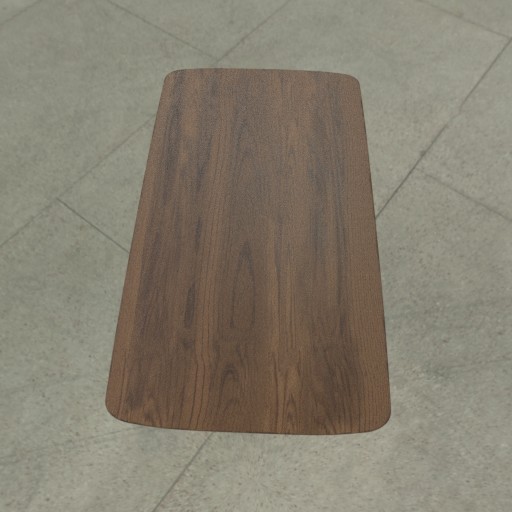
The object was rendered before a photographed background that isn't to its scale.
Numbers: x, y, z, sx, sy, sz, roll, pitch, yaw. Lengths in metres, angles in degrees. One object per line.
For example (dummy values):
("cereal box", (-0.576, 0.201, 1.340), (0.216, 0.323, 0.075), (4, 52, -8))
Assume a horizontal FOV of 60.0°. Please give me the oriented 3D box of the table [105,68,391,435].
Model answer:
("table", (0.000, 0.000, 2.112), (0.949, 0.765, 1.643), (2, 63, 1))
